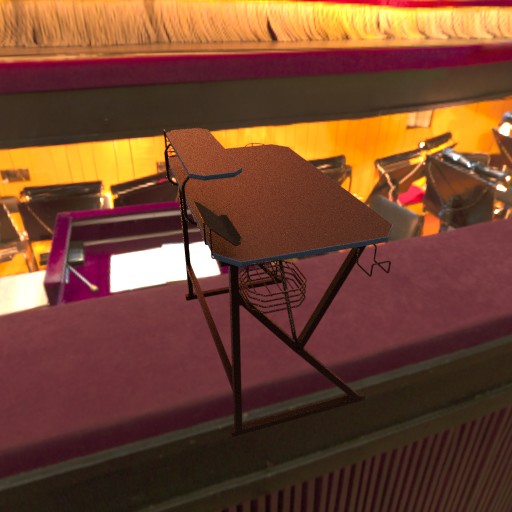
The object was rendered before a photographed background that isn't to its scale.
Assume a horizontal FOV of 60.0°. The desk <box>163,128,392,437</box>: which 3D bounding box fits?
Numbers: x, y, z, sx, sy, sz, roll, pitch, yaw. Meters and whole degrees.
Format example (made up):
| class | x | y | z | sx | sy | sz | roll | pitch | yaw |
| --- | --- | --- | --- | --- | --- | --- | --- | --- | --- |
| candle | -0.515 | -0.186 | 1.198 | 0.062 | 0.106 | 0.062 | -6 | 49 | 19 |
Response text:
| class | x | y | z | sx | sy | sz | roll | pitch | yaw |
| --- | --- | --- | --- | --- | --- | --- | --- | --- | --- |
| desk | 0.000 | 0.000 | 1.763 | 0.594 | 0.909 | 1.295 | -10 | 32 | -16 |
